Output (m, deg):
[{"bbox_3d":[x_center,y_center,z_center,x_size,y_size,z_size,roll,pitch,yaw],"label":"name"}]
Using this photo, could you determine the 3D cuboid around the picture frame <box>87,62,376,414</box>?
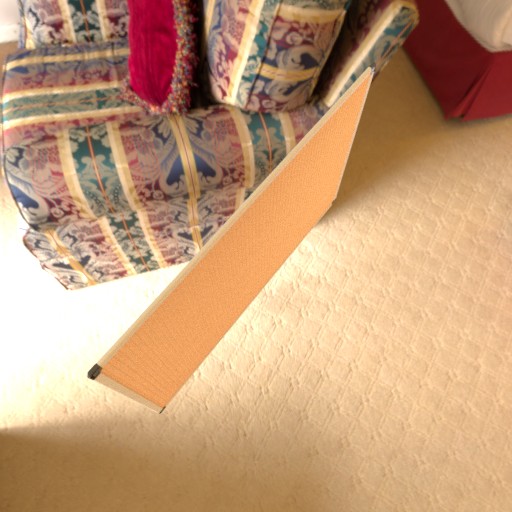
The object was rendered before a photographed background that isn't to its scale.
[{"bbox_3d":[0.000,0.000,1.141,0.010,0.600,0.900,35,70,15],"label":"picture frame"}]
